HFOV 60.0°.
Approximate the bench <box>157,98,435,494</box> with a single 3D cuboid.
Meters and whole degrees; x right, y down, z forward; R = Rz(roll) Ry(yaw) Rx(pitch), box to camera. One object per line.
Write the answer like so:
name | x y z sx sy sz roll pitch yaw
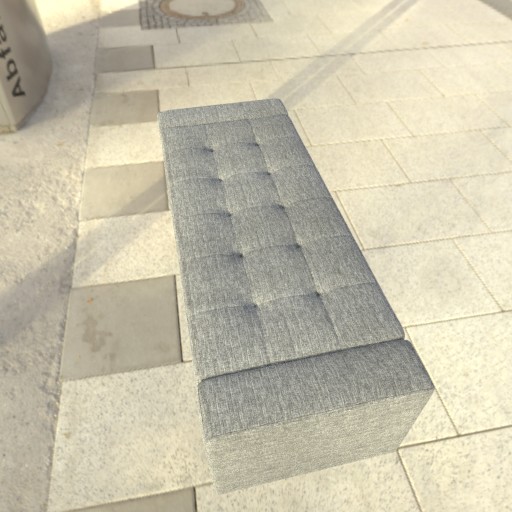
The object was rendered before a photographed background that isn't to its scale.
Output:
bench | 0.000 0.000 1.478 0.508 0.445 1.296 -9 48 -9
